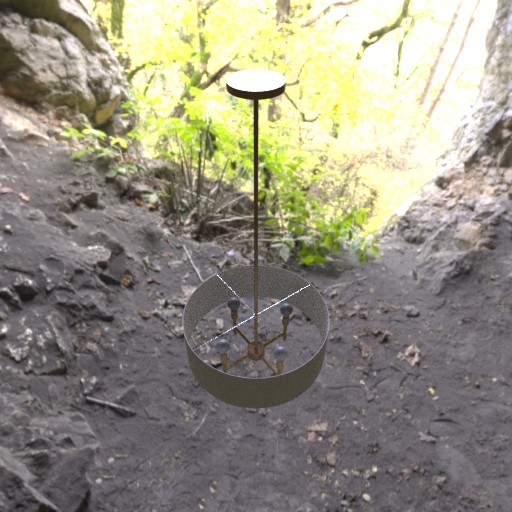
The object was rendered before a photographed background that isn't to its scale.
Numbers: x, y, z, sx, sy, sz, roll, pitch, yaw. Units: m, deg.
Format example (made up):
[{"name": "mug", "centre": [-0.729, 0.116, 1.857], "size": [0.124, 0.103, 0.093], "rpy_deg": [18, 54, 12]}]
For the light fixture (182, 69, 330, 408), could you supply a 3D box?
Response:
[{"name": "light fixture", "centre": [0.000, 0.000, 1.357], "size": [0.508, 1.067, 0.508], "rpy_deg": [0, 42, 0]}]
